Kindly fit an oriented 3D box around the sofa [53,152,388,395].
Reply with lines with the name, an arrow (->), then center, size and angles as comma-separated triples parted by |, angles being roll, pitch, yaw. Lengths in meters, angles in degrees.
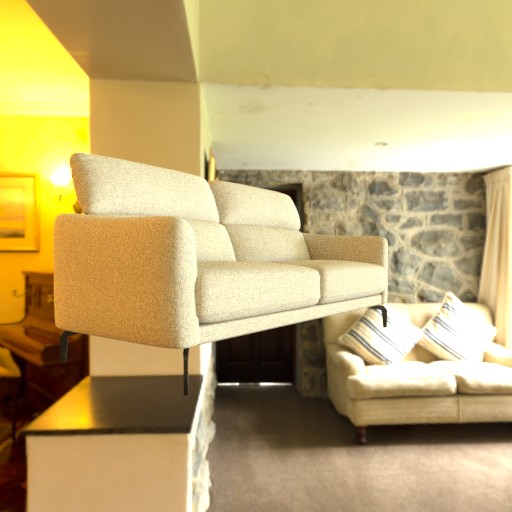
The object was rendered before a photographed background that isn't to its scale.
sofa -> 0.000, 0.000, 2.486 | 0.856, 0.956, 2.015 | 0, 0, 37
